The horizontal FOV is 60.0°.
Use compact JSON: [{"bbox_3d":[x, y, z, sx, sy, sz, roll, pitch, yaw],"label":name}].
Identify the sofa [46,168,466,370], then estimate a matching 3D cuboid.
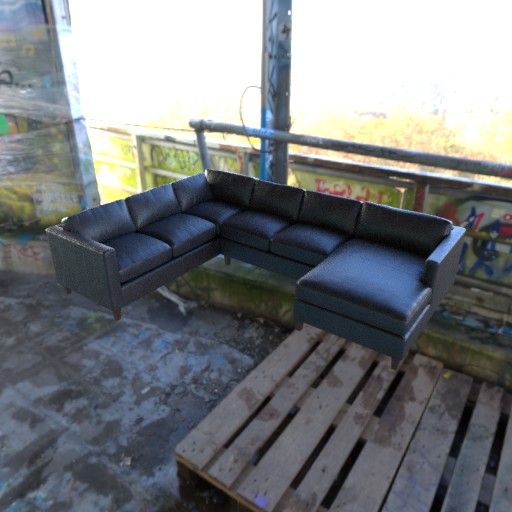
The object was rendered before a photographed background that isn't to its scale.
[{"bbox_3d":[0.000,0.000,4.460,3.324,0.891,2.452,18,31,32],"label":"sofa"}]
